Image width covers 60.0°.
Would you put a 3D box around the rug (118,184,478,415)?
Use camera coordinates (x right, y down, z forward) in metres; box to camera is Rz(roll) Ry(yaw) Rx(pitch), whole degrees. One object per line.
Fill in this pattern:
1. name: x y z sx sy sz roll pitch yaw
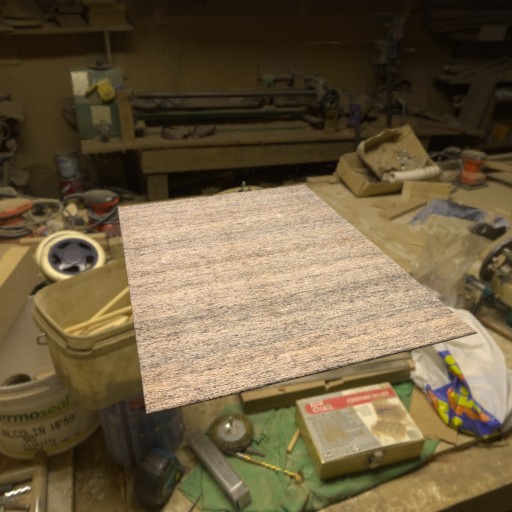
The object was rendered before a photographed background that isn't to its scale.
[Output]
1. rug: 0.000 0.000 4.275 2.414 0.036 3.199 -9 31 -16
